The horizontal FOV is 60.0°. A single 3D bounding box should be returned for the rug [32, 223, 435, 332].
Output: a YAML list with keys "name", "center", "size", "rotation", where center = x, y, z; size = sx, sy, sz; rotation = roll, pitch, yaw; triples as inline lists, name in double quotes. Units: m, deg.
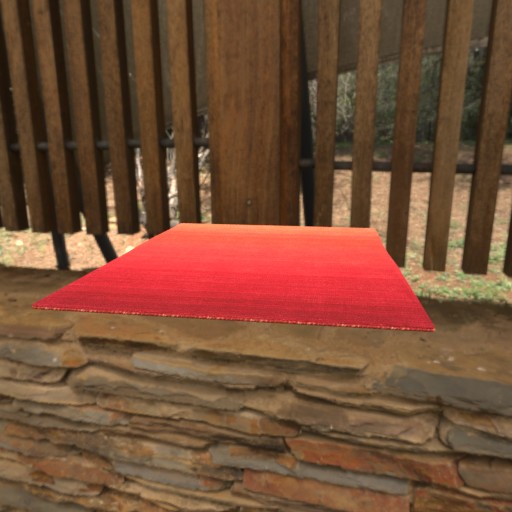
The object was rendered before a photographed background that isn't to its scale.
- name: "rug"
  center: [0.000, 0.000, 3.872]
  size: [2.340, 0.028, 2.905]
  rotation: [2, 14, 8]
